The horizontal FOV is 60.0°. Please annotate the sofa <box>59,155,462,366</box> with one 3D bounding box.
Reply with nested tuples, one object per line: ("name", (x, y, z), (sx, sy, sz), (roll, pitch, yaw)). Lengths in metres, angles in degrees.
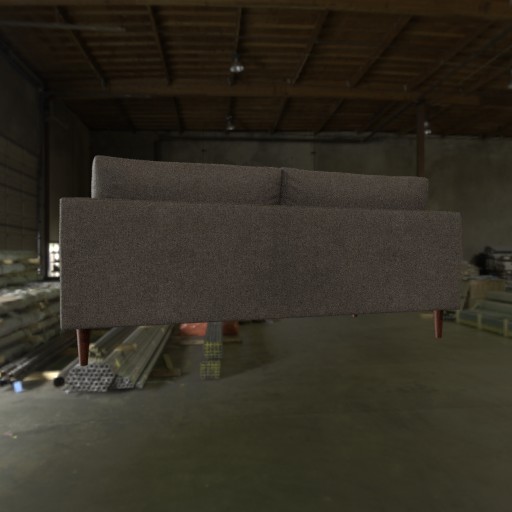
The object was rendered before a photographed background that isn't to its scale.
("sofa", (0.000, 0.000, 2.469), (1.948, 0.868, 1.020), (0, 0, -19))
